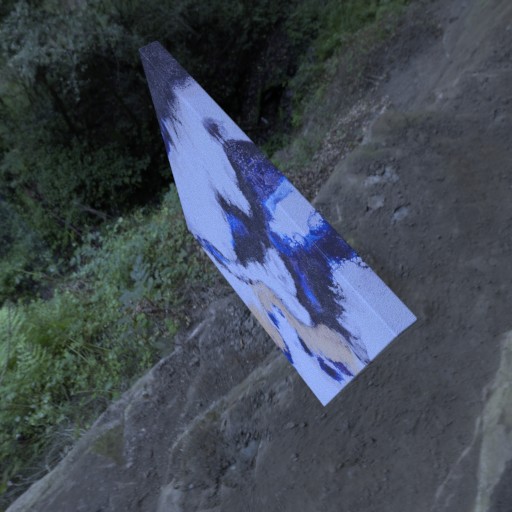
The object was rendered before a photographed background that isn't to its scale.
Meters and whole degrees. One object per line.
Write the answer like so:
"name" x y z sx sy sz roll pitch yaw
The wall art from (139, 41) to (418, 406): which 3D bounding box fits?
"wall art" 0.000 0.000 0.905 0.039 0.609 0.609 -34 68 -15
